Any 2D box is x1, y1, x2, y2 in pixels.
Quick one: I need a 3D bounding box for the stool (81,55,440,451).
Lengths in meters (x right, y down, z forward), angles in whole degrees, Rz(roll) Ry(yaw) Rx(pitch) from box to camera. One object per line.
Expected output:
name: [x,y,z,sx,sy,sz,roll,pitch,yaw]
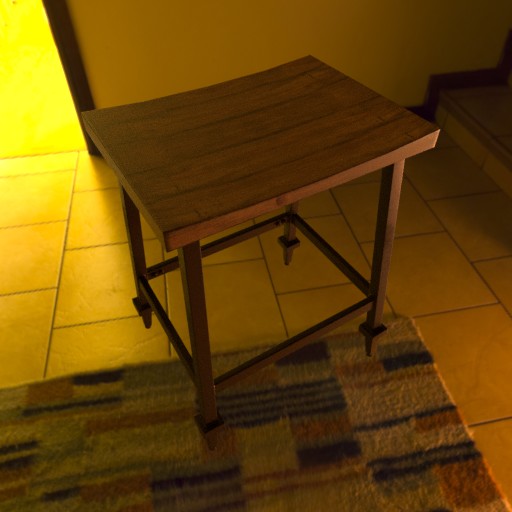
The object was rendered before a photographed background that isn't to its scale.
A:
stool: [0.000,0.000,0.937,0.486,0.625,0.405,-23,50,-21]
